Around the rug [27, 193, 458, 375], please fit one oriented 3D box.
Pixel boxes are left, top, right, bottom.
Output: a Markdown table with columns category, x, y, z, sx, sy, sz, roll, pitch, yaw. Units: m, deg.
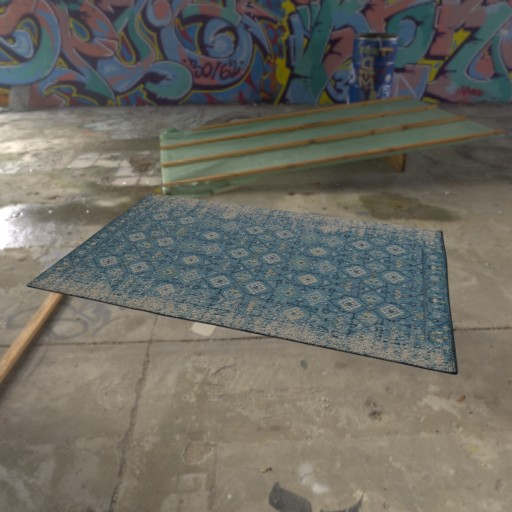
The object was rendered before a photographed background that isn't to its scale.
| category | x | y | z | sx | sy | sz | roll | pitch | yaw |
| --- | --- | --- | --- | --- | --- | --- | --- | --- | --- |
| rug | 0.000 | 0.000 | 2.985 | 2.449 | 0.015 | 1.530 | 9 | 32 | 15 |
